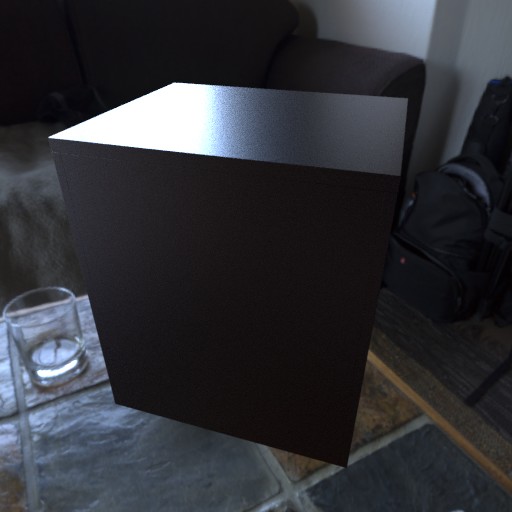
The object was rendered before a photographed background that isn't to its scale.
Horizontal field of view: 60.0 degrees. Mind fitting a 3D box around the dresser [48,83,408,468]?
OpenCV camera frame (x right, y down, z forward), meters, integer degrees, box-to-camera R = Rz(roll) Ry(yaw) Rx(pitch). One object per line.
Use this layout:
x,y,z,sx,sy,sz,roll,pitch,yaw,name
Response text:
0.000,0.000,0.741,0.400,0.470,0.360,9,33,15,dresser
